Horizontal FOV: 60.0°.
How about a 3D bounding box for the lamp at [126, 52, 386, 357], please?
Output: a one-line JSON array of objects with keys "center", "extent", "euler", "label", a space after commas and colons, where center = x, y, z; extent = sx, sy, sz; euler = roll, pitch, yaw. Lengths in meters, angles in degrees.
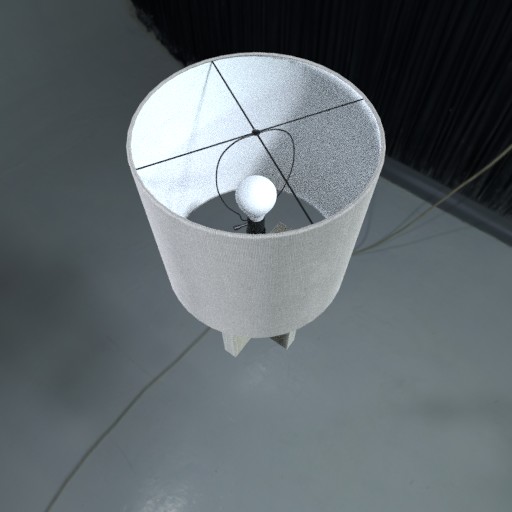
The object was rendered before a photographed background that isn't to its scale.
[{"center": [0.000, 0.000, 0.576], "extent": [0.229, 0.428, 0.229], "euler": [32, 64, 18], "label": "lamp"}]
